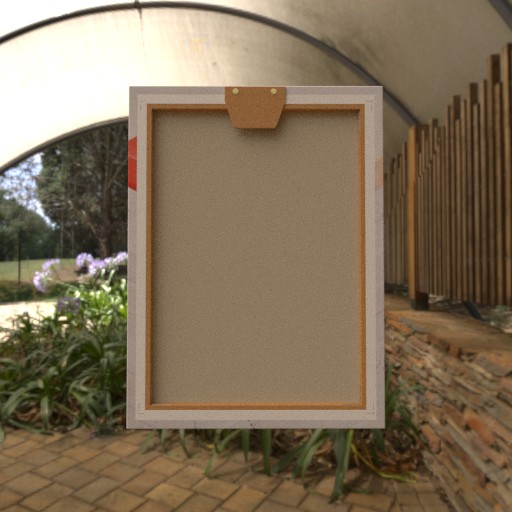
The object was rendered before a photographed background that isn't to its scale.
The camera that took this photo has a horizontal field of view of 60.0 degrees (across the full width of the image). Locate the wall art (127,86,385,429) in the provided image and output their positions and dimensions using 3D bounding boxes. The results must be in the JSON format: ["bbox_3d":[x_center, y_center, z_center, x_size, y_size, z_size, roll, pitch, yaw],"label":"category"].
[{"bbox_3d":[0.000,0.000,1.325,0.759,1.014,0.045,0,-1,0],"label":"wall art"}]
